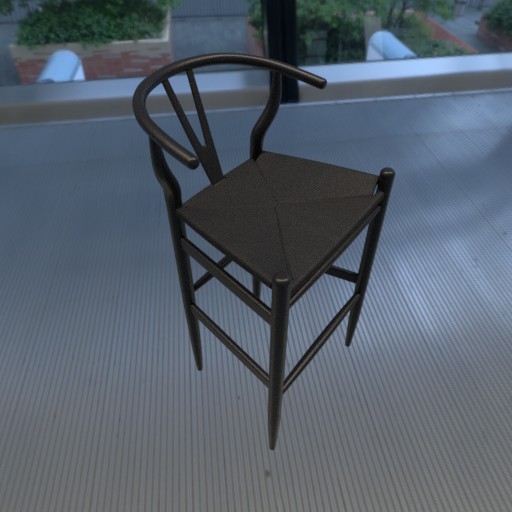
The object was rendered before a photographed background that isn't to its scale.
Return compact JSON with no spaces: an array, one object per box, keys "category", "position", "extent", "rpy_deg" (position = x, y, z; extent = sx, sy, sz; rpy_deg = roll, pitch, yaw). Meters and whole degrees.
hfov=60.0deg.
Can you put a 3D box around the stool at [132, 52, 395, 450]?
[{"category":"stool","position":[0.000,0.000,1.405],"extent":[0.579,1.072,0.569],"rpy_deg":[27,49,26]}]
